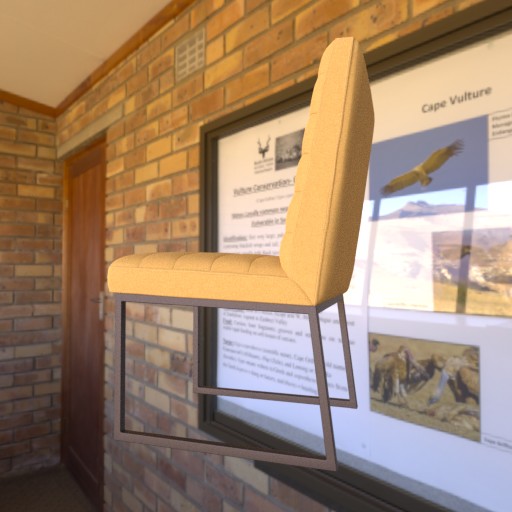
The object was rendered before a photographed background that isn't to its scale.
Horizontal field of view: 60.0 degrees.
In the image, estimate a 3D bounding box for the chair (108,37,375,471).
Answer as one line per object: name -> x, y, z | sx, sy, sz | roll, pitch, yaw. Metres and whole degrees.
chair -> 0.000, 0.000, 1.249 | 0.634, 0.930, 0.520 | -1, -2, 18
